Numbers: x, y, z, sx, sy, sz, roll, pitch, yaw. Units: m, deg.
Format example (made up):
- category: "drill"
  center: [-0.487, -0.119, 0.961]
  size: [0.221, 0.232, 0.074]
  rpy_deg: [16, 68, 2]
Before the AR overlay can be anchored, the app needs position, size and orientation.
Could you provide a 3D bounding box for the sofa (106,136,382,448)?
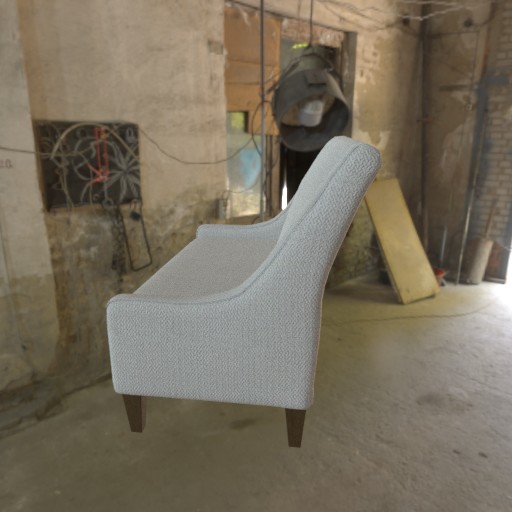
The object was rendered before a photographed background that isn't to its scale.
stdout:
- category: "sofa"
  center: [0.000, 0.000, 1.969]
  size: [0.870, 1.022, 1.242]
  rpy_deg: [2, 16, 8]
